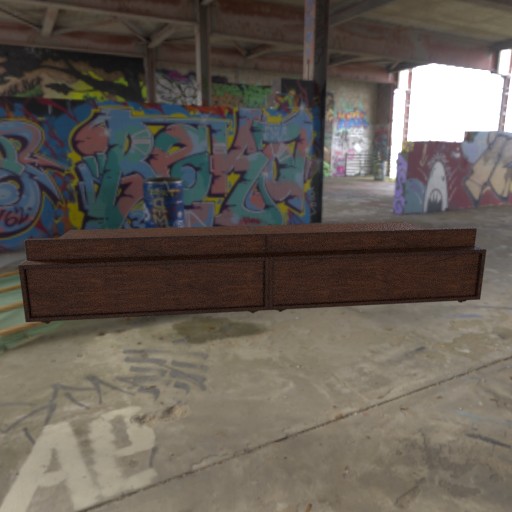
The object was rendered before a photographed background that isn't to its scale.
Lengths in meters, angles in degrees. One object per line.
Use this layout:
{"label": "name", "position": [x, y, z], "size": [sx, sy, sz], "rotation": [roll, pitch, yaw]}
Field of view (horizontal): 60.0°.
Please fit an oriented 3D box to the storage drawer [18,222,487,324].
{"label": "storage drawer", "position": [0.000, 0.000, 2.190], "size": [1.914, 0.339, 0.774], "rotation": [-2, 14, -8]}
